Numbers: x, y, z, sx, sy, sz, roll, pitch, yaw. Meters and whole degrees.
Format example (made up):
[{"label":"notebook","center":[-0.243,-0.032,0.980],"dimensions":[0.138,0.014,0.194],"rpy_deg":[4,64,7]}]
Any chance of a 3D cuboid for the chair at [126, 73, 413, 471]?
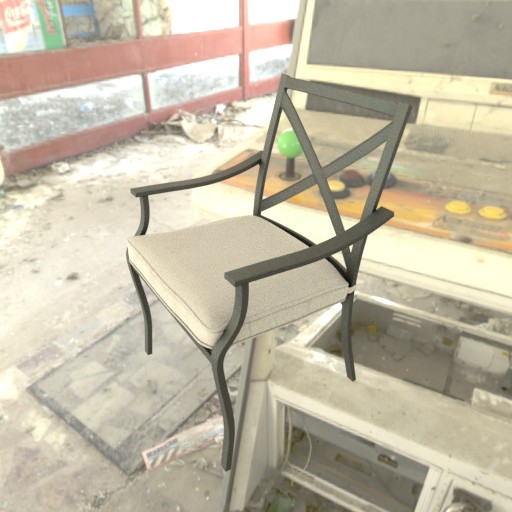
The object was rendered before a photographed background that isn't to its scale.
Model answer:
[{"label":"chair","center":[0.000,0.000,1.300],"dimensions":[0.620,0.889,0.575],"rpy_deg":[-20,37,-29]}]
